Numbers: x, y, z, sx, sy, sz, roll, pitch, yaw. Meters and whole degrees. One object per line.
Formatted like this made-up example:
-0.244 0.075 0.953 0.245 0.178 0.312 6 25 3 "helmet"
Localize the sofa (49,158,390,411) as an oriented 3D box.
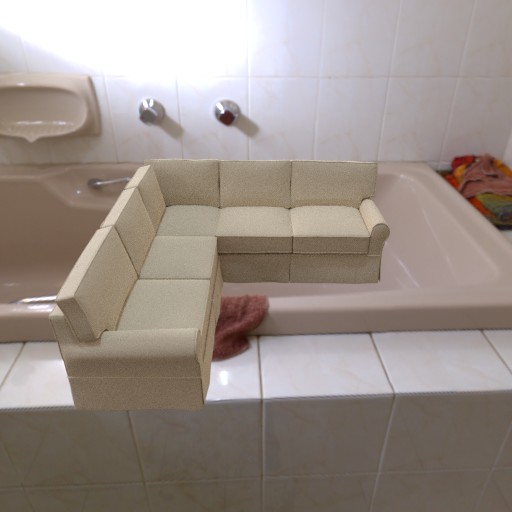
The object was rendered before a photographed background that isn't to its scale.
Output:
0.000 0.000 3.980 2.597 1.070 2.591 0 31 0 "sofa"
